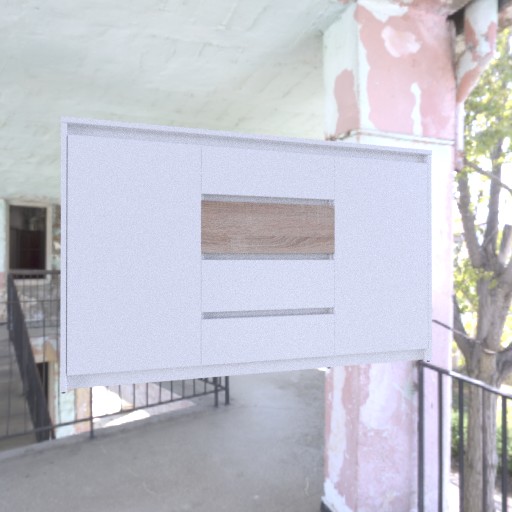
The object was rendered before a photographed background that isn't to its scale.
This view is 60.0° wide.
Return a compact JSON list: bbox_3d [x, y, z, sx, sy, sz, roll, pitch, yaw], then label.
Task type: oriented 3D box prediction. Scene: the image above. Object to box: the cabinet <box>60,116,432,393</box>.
[{"bbox_3d":[0.000,0.000,1.836,1.450,0.900,0.380,0,0,-18],"label":"cabinet"}]
